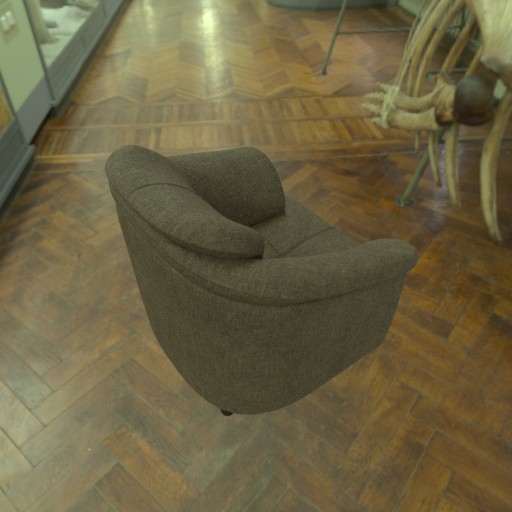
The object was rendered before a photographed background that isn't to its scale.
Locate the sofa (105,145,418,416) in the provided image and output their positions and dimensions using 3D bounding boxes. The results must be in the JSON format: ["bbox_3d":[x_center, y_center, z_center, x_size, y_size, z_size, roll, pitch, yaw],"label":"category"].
[{"bbox_3d":[0.000,0.000,1.512,0.794,0.811,0.870,-26,47,-27],"label":"sofa"}]
